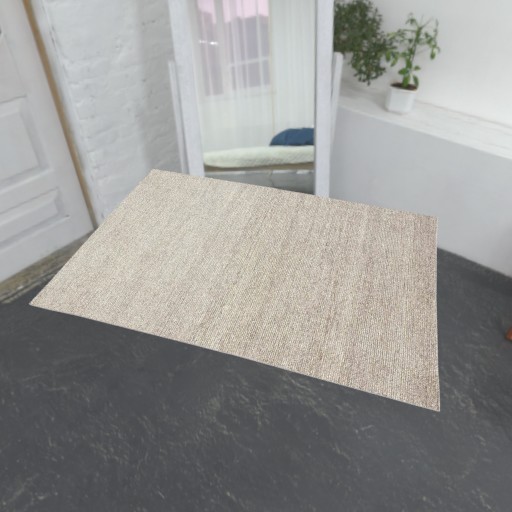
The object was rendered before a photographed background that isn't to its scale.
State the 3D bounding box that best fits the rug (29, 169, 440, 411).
[{"bbox_3d":[0.000,0.000,2.950,2.342,0.030,1.609,12,43,13],"label":"rug"}]
